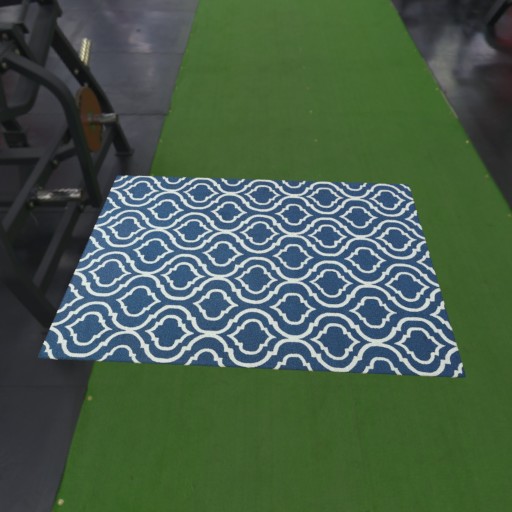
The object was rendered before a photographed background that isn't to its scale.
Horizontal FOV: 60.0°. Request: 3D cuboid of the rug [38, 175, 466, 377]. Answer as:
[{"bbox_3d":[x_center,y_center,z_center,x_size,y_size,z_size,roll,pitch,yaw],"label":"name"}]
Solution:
[{"bbox_3d":[0.000,0.000,2.722,2.134,0.010,1.524,2,47,2],"label":"rug"}]
